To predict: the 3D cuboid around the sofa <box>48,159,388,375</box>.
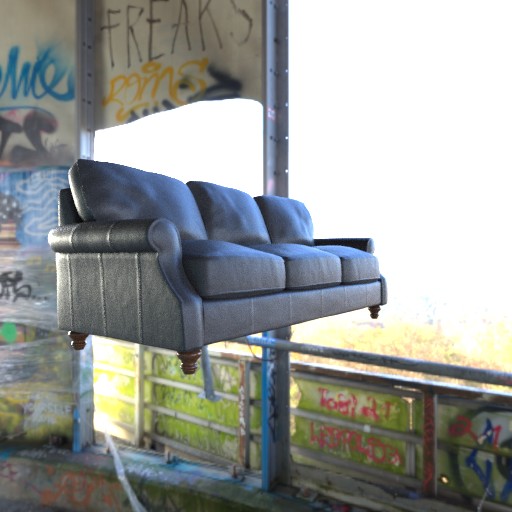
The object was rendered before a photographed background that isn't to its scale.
[{"bbox_3d":[0.000,0.000,2.881,0.974,0.977,2.387,0,0,36],"label":"sofa"}]
